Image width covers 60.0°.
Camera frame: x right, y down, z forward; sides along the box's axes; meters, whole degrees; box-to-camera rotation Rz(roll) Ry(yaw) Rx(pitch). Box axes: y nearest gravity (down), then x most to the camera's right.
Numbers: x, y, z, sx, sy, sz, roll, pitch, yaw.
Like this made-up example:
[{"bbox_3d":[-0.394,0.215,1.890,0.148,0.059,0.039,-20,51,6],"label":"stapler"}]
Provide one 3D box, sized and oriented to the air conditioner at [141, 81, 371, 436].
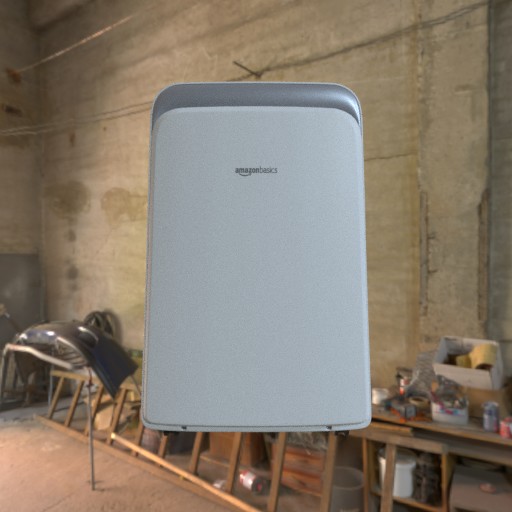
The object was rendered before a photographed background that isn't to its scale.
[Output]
[{"bbox_3d":[0.000,0.000,0.977,0.454,0.700,0.365,0,0,0],"label":"air conditioner"}]
